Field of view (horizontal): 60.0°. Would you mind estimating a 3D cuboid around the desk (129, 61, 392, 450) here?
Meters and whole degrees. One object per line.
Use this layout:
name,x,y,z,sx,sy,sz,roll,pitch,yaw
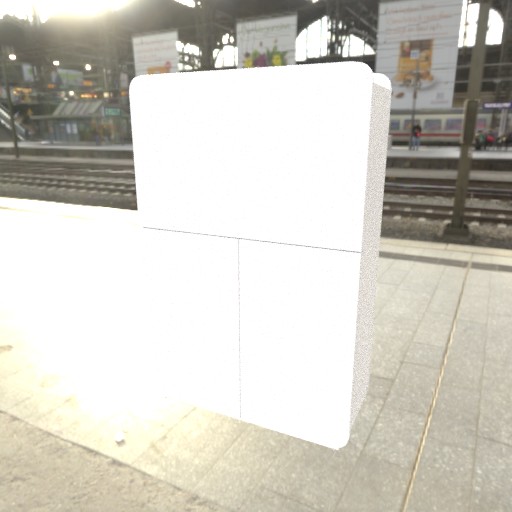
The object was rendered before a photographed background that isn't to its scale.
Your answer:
desk,0.000,0.000,1.559,0.795,1.190,0.278,8,17,25
